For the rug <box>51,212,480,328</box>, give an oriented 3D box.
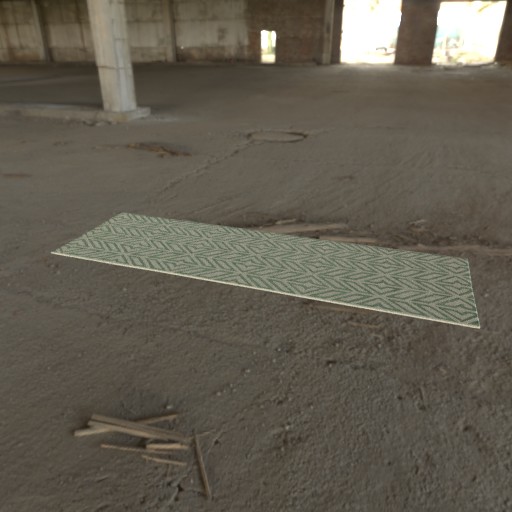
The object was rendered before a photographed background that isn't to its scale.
[{"bbox_3d":[0.000,0.000,2.707,2.435,0.009,0.750,9,27,17],"label":"rug"}]
